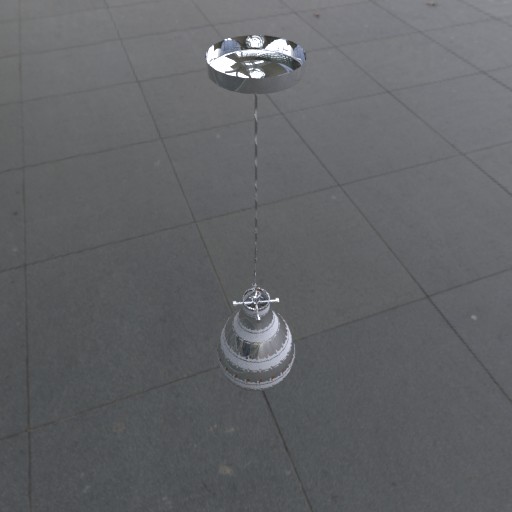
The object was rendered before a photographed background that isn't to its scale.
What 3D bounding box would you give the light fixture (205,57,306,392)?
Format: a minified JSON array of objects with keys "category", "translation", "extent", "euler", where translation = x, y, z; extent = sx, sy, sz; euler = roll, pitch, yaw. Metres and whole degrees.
[{"category":"light fixture","translation":[0.000,0.000,1.627],"extent":[0.374,1.457,0.374],"euler":[-4,47,-4]}]
